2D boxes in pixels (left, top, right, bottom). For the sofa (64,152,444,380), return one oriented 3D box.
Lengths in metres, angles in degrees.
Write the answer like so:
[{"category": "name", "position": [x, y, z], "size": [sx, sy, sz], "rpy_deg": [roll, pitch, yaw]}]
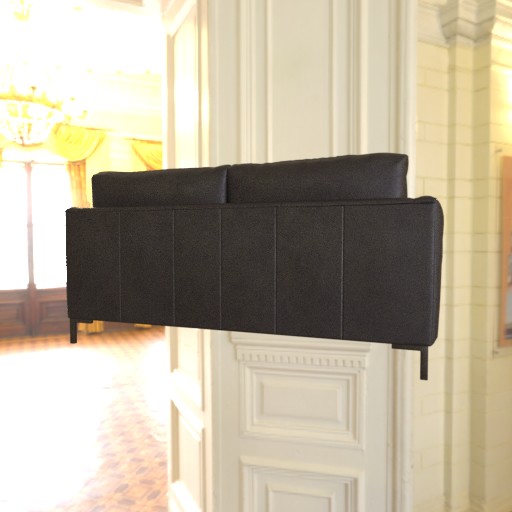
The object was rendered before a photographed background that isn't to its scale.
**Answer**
[{"category": "sofa", "position": [0.000, 0.000, 2.346], "size": [1.805, 0.883, 0.947], "rpy_deg": [1, 2, 18]}]
